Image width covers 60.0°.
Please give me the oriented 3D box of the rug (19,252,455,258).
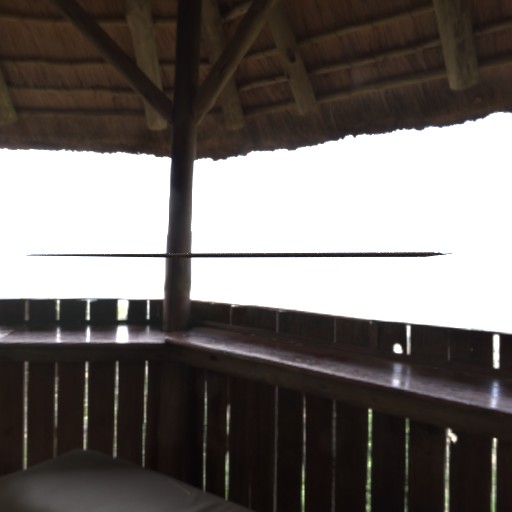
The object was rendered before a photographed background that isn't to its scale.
[{"bbox_3d":[0.000,0.000,3.853,2.910,0.013,2.256,0,-1,17],"label":"rug"}]
